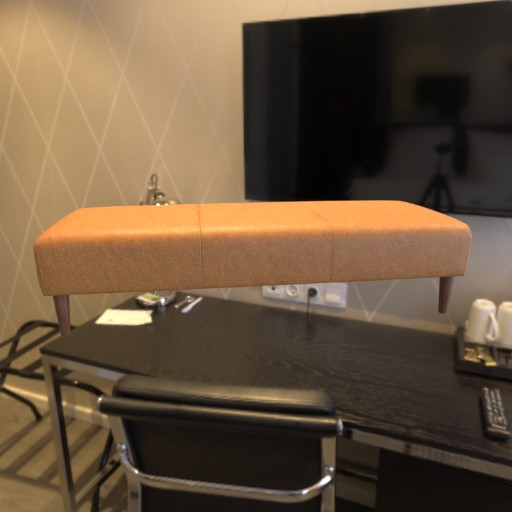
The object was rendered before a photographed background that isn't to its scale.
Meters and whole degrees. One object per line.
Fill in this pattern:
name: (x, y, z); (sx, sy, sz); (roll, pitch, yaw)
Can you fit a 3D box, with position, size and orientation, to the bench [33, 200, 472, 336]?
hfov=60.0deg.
bench: (0.000, 0.000, 1.916); (1.610, 0.399, 0.653); (-2, 16, -8)
